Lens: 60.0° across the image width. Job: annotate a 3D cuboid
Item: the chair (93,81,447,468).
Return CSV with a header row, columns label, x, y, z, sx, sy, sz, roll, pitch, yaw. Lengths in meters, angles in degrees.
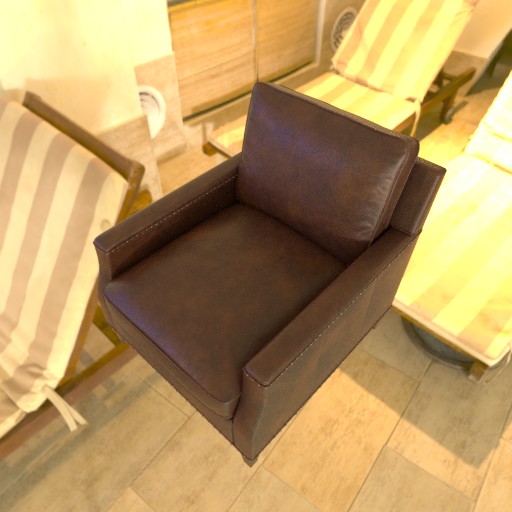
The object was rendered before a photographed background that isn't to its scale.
label,x,y,z,sx,sy,sz,roll,pitch,yaw
chair,0.000,0.000,1.677,0.853,0.929,1.014,34,54,28
